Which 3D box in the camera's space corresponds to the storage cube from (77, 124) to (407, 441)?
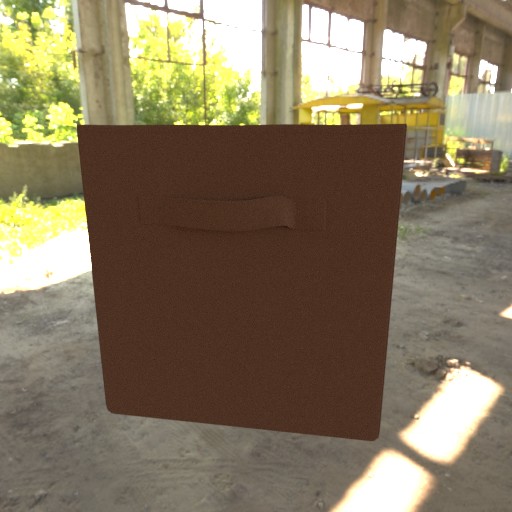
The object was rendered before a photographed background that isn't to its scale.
[{"bbox_3d":[0.000,0.000,0.496,0.270,0.280,0.270,3,16,9],"label":"storage cube"}]
